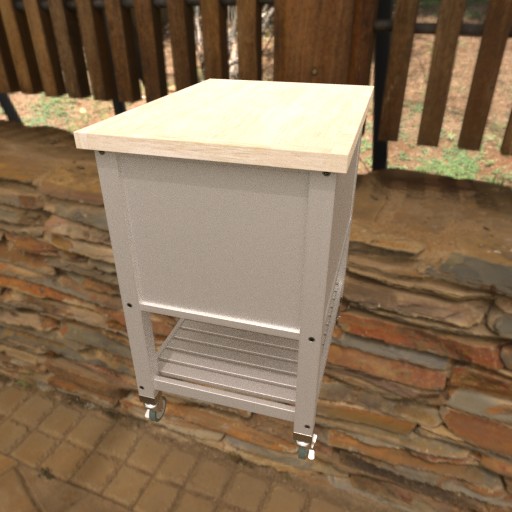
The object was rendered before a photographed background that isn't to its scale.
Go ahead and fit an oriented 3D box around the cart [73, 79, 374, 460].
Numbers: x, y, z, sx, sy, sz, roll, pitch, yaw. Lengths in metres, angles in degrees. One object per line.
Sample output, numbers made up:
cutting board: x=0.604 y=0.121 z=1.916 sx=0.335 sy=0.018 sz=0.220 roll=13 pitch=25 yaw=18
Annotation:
cart: x=0.000 y=0.000 z=1.385 sx=0.559 sy=0.914 sz=0.762 roll=8 pitch=31 yaw=14
